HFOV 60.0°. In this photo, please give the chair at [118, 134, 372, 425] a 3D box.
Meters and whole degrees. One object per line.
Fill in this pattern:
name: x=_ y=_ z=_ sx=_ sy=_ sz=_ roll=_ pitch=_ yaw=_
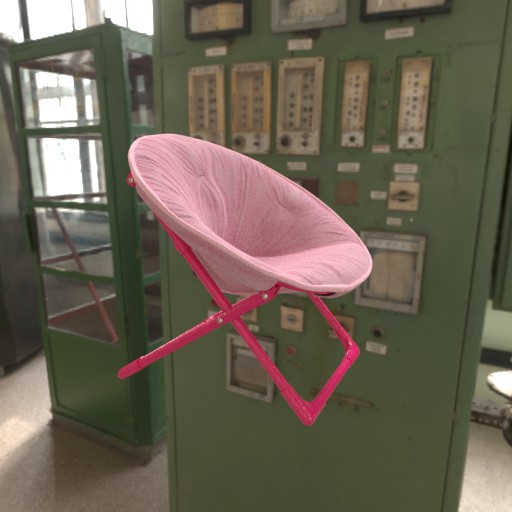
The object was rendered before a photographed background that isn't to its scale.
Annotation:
chair: x=0.000 y=0.000 z=0.916 sx=0.459 sy=0.494 sz=0.522 roll=7 pitch=15 yaw=27
